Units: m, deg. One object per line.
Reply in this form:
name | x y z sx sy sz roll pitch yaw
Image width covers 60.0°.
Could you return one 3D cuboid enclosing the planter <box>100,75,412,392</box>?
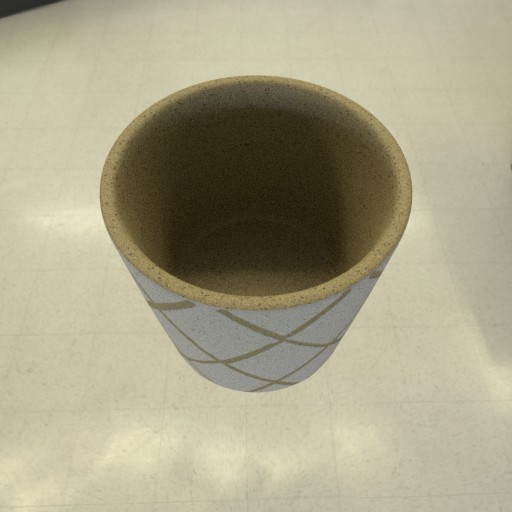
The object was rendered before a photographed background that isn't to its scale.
planter | 0.000 0.000 0.425 0.228 0.235 0.228 0 57 0
